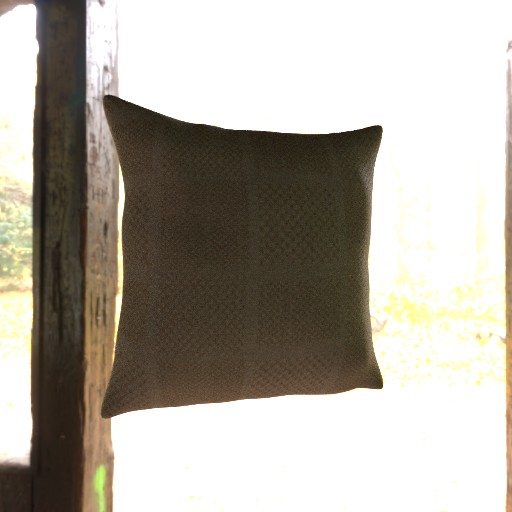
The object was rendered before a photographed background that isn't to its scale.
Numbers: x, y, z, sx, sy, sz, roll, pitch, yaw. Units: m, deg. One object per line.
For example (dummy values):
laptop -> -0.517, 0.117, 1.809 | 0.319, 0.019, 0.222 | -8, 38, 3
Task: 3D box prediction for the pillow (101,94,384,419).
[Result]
pillow -> 0.000, 0.000, 0.660 | 0.436, 0.432, 0.138 | 0, 0, -18
